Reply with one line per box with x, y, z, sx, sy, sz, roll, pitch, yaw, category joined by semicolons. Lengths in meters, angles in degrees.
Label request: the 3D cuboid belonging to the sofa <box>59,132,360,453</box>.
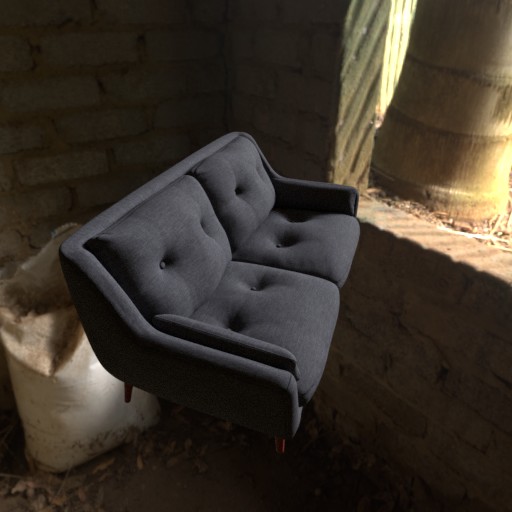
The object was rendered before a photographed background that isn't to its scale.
0.000;0.000;2.379;0.975;0.896;1.929;9;30;16;sofa
